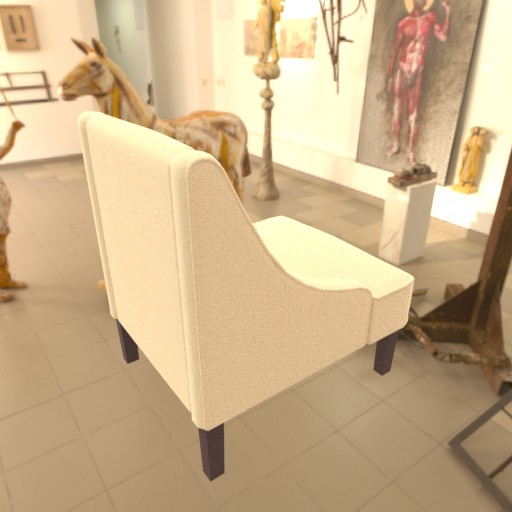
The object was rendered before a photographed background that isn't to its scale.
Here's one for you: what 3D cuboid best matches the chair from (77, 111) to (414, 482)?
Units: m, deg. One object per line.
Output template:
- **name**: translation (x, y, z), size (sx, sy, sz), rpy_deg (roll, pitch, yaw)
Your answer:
- **chair**: translation (0.000, 0.000, 1.431), size (0.806, 0.886, 0.689), rpy_deg (-18, 32, -32)
